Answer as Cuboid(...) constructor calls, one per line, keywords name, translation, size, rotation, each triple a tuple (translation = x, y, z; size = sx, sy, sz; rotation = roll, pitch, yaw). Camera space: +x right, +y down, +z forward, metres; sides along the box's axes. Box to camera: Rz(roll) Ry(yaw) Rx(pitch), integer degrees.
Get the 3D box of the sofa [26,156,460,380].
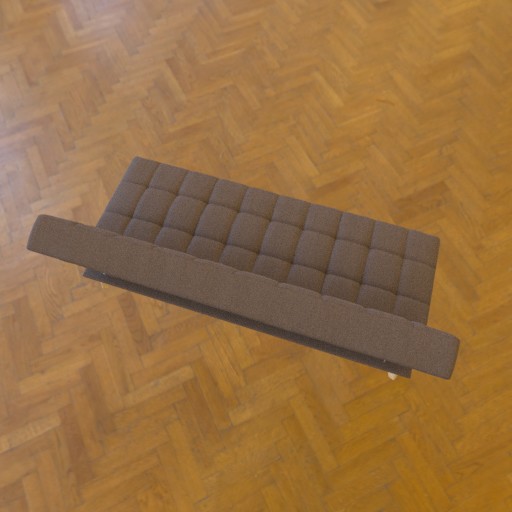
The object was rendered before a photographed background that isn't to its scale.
Cuboid(name="sofa", translation=(0.000, 0.000, 2.240), size=(1.800, 0.810, 0.860), rotation=(16, 65, 8))
